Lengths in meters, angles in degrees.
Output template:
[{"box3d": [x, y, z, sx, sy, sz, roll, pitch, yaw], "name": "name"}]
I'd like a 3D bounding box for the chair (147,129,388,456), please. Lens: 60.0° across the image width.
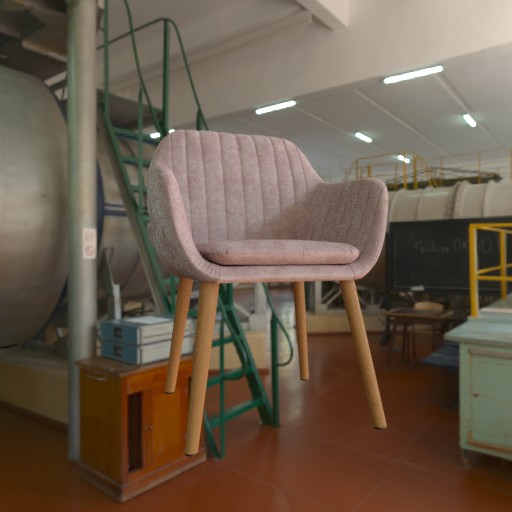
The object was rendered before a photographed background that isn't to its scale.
[{"box3d": [0.000, 0.000, 1.262, 0.610, 0.832, 0.570, 0, 1, -18], "name": "chair"}]
